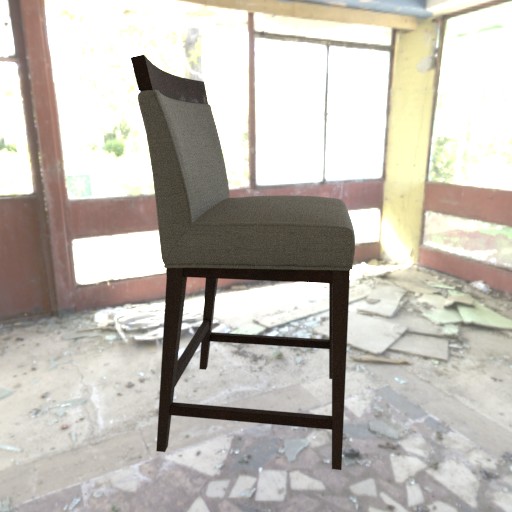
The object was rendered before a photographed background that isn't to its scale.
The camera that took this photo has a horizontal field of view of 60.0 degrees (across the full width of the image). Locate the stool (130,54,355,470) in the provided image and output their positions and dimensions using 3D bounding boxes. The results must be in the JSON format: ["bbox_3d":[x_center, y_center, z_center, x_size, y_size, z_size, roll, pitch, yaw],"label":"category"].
[{"bbox_3d":[0.000,0.000,1.287,0.531,1.009,0.512,2,15,8],"label":"stool"}]
